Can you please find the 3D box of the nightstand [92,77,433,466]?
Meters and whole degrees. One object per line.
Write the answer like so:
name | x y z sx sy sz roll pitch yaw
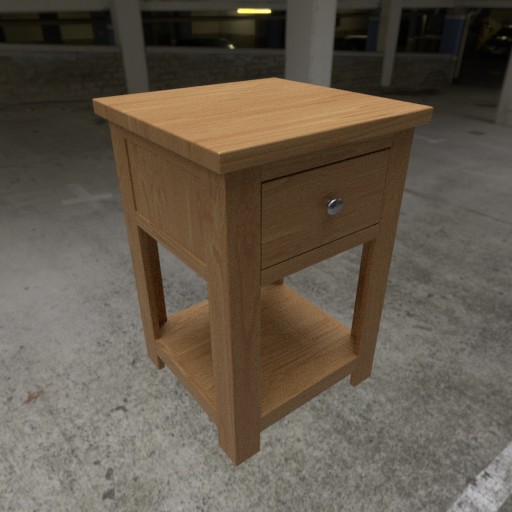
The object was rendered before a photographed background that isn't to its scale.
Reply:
nightstand | 0.000 0.000 0.922 0.428 0.614 0.418 -21 36 -32
